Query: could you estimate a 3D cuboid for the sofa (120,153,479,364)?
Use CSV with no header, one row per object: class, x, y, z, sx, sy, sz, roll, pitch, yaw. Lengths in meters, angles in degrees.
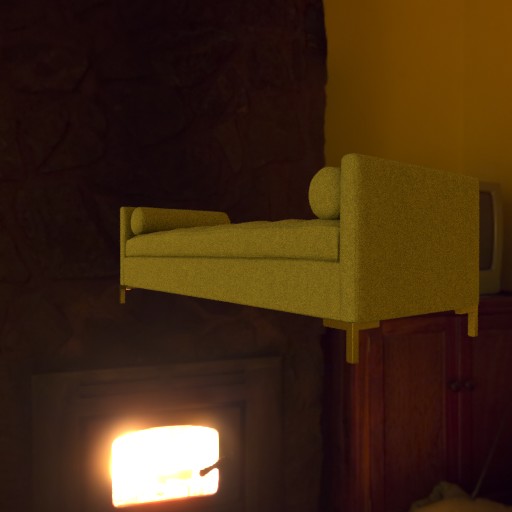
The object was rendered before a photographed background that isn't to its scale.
sofa,0.000,0.000,2.432,0.797,0.657,2.102,0,0,-37
